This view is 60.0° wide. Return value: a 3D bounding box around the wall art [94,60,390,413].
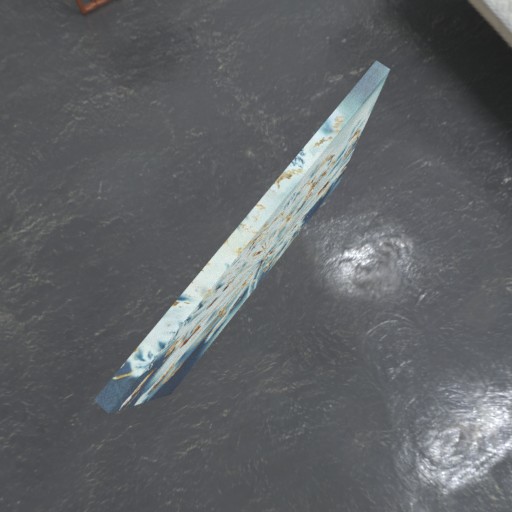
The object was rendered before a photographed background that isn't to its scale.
[{"bbox_3d":[0.000,0.000,1.186,0.038,0.608,0.912,37,79,9],"label":"wall art"}]
